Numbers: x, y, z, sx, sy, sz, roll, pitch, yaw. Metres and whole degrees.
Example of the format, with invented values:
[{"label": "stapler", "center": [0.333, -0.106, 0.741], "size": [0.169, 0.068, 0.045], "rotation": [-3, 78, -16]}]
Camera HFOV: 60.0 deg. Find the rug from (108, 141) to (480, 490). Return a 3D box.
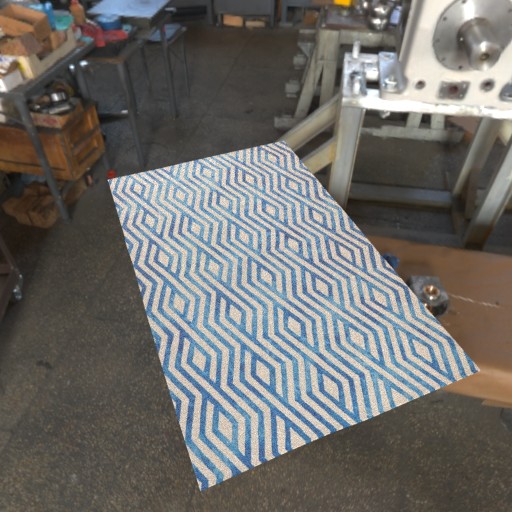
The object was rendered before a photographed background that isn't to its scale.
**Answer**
[{"label": "rug", "center": [0.000, 0.000, 2.899], "size": [1.531, 0.008, 2.439], "rotation": [-16, 48, -15]}]
